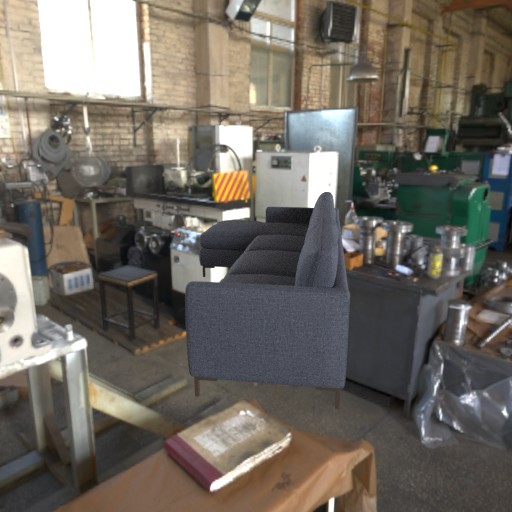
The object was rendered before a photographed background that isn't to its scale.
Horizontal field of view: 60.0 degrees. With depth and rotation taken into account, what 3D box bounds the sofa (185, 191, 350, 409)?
[{"bbox_3d":[0.000,0.000,2.962,1.125,0.673,2.445,2,14,9],"label":"sofa"}]
